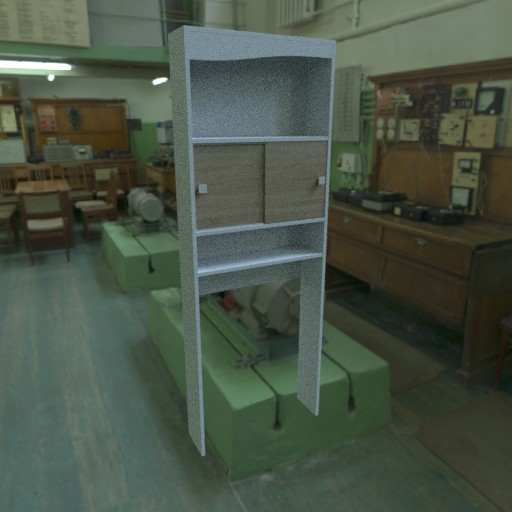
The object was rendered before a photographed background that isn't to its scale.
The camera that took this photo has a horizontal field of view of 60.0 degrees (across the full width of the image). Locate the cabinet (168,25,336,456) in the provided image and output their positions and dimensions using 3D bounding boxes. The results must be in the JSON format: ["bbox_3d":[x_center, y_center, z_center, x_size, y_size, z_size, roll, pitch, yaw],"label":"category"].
[{"bbox_3d":[0.000,0.000,1.973,0.643,1.770,0.192,-9,19,-26],"label":"cabinet"}]
